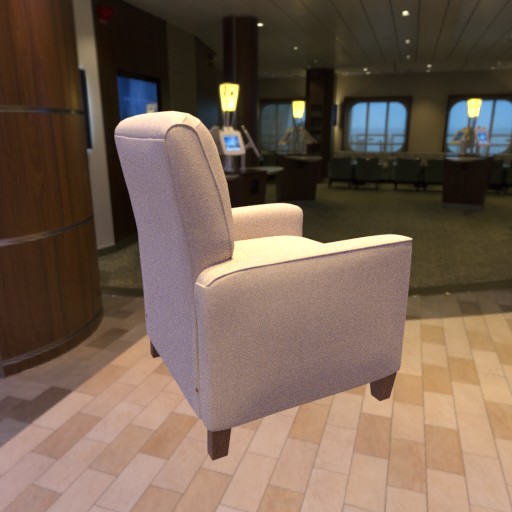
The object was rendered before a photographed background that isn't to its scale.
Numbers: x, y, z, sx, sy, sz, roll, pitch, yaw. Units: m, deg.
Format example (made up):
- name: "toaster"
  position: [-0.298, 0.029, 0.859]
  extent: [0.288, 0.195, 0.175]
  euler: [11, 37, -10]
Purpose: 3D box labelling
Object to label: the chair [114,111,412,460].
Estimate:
- name: "chair"
  position: [0.000, 0.000, 1.678]
  extent: [0.858, 1.023, 0.841]
  euler: [-8, 18, -26]
